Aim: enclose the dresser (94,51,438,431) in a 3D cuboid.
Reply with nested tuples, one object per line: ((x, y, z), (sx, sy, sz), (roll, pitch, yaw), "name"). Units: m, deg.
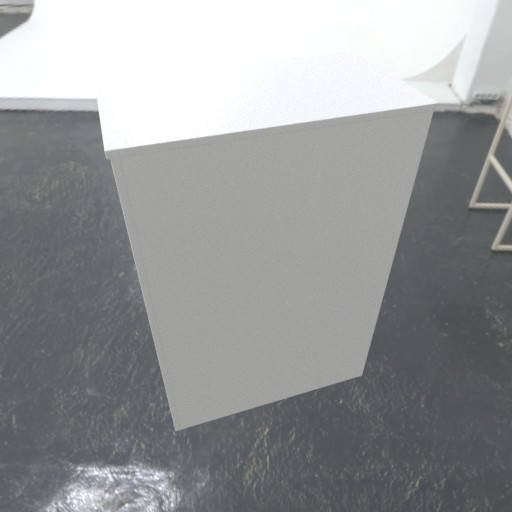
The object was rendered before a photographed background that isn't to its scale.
((0.000, 0.000, 1.358), (0.704, 1.021, 0.401), (-12, 42, -14), "dresser")
